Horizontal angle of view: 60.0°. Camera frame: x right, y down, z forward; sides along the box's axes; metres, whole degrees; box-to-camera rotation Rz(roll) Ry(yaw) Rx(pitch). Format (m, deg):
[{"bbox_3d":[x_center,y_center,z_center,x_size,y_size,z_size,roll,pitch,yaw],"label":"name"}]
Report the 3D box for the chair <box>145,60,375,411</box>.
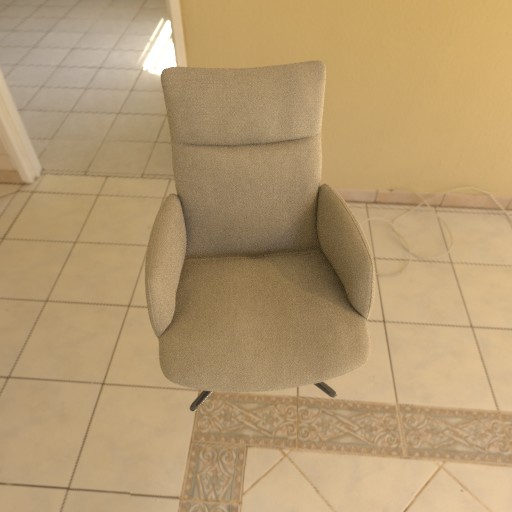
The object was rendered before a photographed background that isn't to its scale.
[{"bbox_3d":[0.000,0.000,1.548,0.711,1.016,0.889,-4,47,-4],"label":"chair"}]
